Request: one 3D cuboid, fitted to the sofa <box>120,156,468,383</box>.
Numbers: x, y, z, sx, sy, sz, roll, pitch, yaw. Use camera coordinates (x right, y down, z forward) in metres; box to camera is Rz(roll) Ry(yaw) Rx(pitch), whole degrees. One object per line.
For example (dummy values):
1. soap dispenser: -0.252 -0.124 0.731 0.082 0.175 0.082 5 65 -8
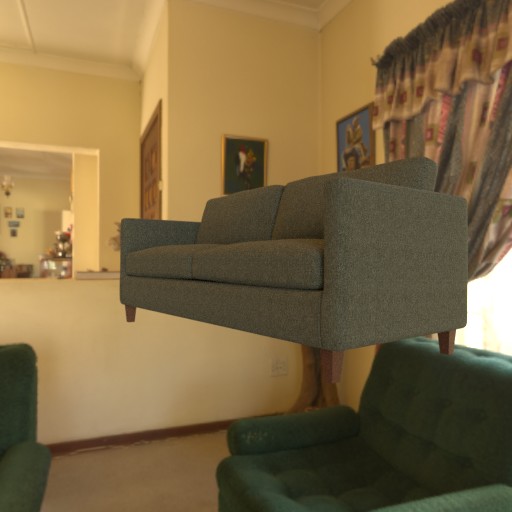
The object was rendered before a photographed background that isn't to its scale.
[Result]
1. sofa: 0.000 0.000 2.731 0.948 0.965 2.208 0 0 -37
